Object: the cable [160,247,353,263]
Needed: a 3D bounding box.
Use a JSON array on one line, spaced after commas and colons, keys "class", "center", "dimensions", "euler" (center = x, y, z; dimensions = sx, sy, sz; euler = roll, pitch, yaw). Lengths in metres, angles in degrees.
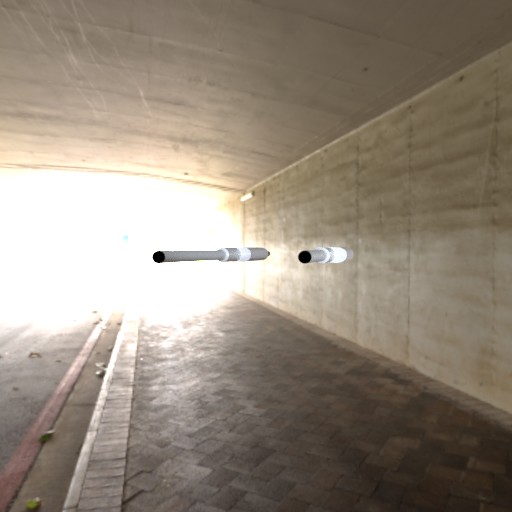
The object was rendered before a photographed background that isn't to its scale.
[{"class": "cable", "center": [0.000, 0.000, 0.115], "dimensions": [0.041, 0.005, 0.098], "euler": [0, 1, 18]}]
